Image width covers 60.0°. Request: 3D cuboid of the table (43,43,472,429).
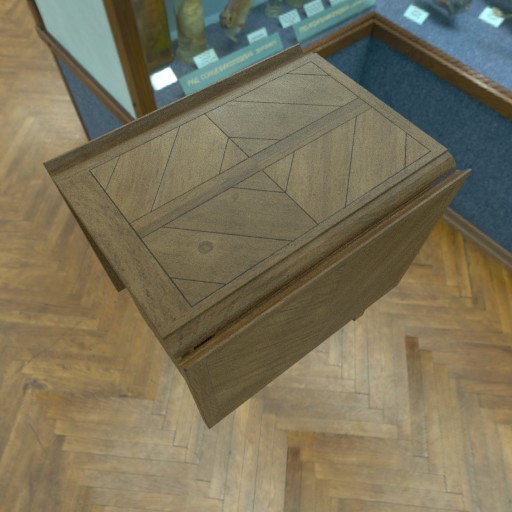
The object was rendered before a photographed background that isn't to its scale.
[{"bbox_3d":[0.000,0.000,1.299,0.746,0.763,0.591,-33,64,-19],"label":"table"}]
